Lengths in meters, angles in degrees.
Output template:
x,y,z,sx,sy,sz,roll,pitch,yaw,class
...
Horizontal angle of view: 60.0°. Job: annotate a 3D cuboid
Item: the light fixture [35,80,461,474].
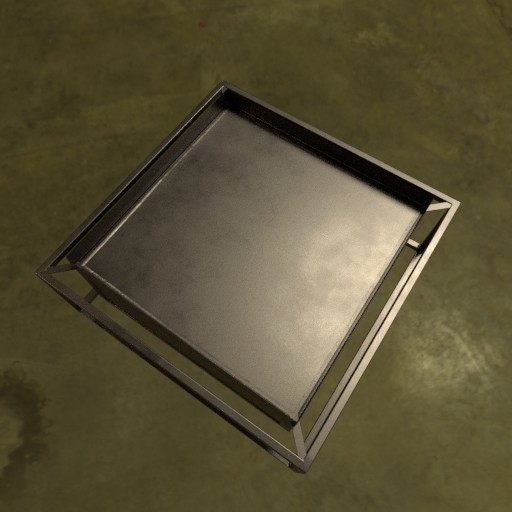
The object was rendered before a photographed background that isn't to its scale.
x,y,z,sx,sy,sz,roll,pitch,yaw,class
0.000,0.000,0.696,0.441,0.191,0.441,32,69,14,light fixture
